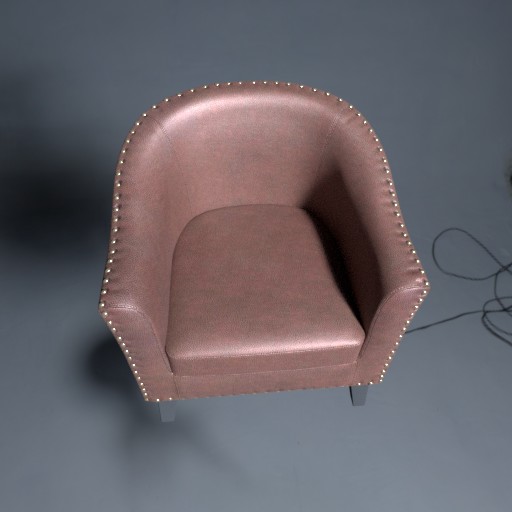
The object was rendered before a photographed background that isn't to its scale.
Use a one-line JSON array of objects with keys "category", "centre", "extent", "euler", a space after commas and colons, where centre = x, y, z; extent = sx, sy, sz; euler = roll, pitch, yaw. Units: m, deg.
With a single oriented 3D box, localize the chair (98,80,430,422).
[{"category": "chair", "centre": [0.000, 0.000, 1.421], "extent": [0.794, 0.823, 0.748], "euler": [-3, 47, -3]}]
